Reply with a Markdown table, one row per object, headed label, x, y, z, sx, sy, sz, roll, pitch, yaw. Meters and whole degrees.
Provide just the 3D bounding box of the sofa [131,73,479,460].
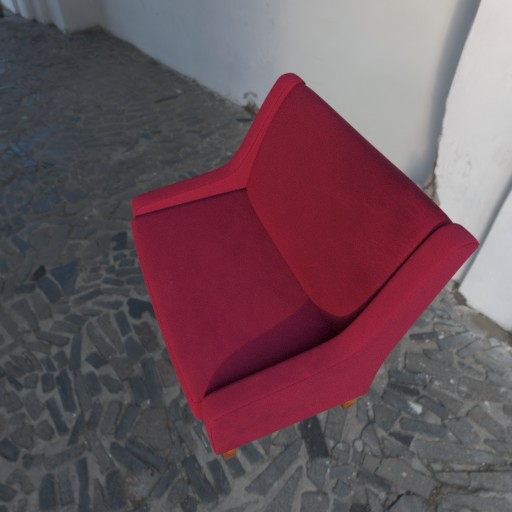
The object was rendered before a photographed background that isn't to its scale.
| label | x | y | z | sx | sy | sz | roll | pitch | yaw |
| --- | --- | --- | --- | --- | --- | --- | --- | --- | --- |
| sofa | 0.000 | 0.000 | 1.914 | 0.946 | 0.976 | 1.242 | -17 | 49 | -15 |
